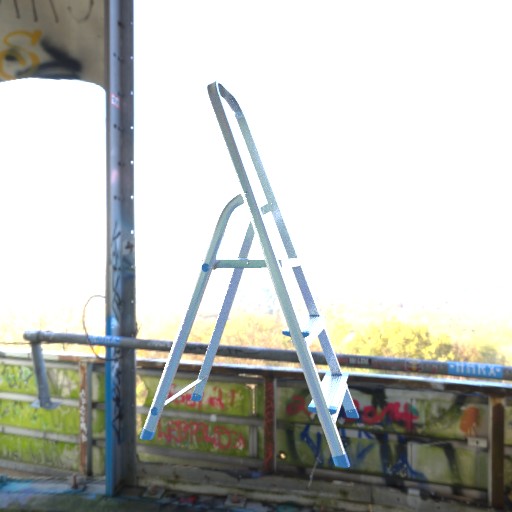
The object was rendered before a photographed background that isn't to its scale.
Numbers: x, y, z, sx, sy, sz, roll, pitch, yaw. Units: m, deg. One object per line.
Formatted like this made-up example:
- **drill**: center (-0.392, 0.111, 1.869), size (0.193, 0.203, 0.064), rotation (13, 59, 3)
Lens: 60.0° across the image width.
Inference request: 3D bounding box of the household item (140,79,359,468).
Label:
- **household item**: center (0.000, 0.000, 1.568), size (0.687, 1.215, 0.420), rotation (0, 1, 17)
